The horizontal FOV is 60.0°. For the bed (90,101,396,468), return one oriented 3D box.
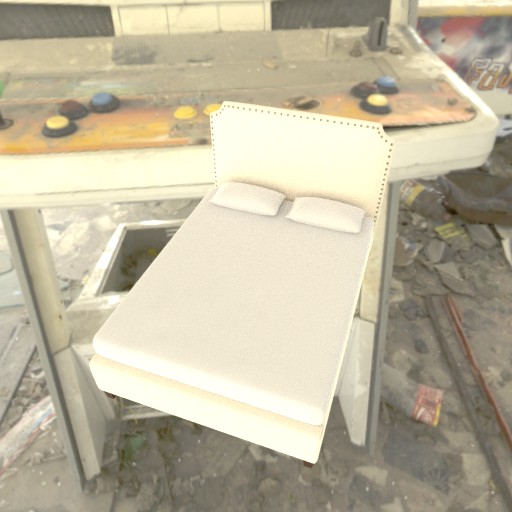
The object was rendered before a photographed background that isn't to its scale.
[{"bbox_3d":[0.000,0.000,3.565,1.712,1.497,2.372,13,43,15],"label":"bed"}]
